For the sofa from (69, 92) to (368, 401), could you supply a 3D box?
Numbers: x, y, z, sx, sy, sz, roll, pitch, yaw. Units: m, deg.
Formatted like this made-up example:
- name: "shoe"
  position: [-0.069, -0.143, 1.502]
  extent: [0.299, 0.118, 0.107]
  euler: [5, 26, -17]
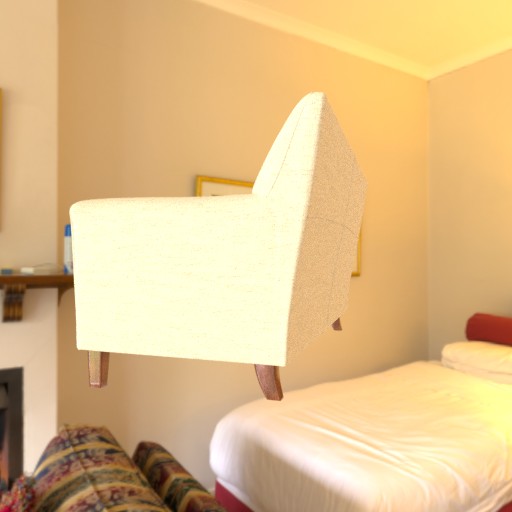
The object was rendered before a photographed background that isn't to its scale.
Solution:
- name: "sofa"
  position: [0.000, 0.000, 2.024]
  extent: [0.891, 0.892, 1.482]
  euler: [0, 0, 18]
